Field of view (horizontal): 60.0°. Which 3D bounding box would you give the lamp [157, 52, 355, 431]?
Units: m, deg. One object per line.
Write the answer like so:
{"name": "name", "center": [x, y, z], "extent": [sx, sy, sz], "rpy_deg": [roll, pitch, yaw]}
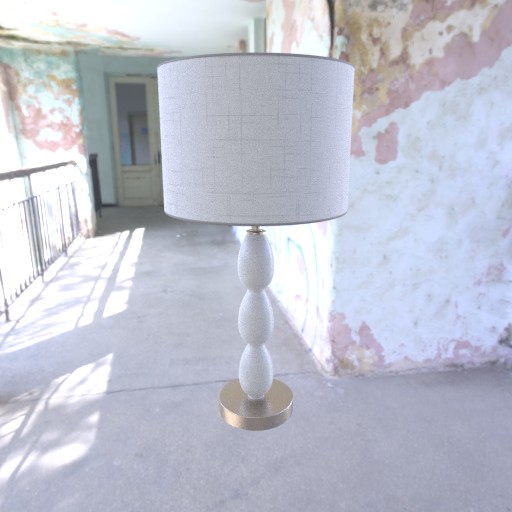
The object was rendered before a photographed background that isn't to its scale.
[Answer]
{"name": "lamp", "center": [0.000, 0.000, 0.715], "extent": [0.282, 0.559, 0.280], "rpy_deg": [-2, 15, -8]}
